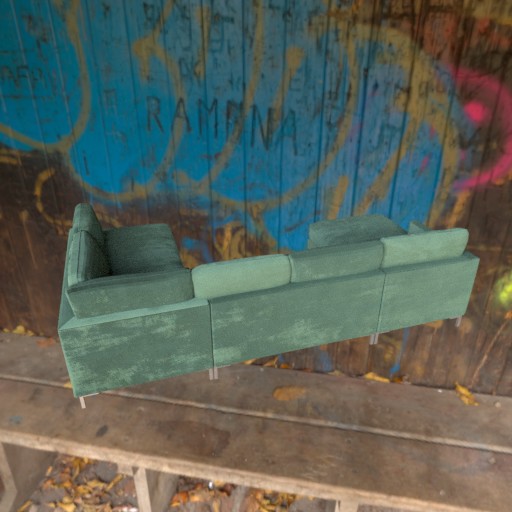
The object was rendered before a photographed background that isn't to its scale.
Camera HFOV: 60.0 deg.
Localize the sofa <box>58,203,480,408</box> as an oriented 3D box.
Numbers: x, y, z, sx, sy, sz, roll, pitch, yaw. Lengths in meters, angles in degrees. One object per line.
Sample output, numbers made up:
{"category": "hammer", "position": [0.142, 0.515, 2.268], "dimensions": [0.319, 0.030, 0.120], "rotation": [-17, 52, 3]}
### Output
{"category": "sofa", "position": [0.000, 0.000, 4.322], "dimensions": [3.434, 0.992, 2.055], "rotation": [-8, 29, -16]}
